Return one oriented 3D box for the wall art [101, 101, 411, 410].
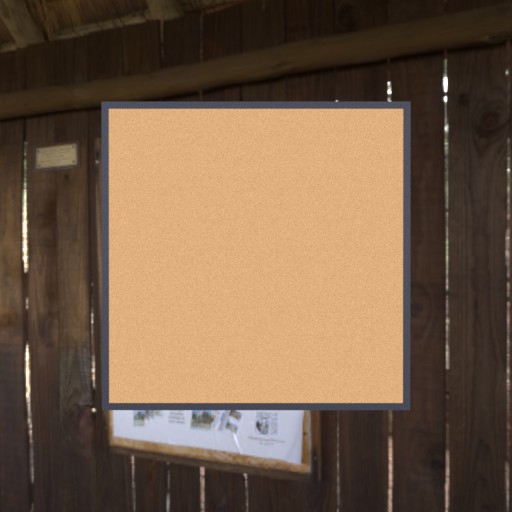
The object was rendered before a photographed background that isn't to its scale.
[{"bbox_3d":[0.000,0.000,0.455,0.304,0.304,0.038,0,0,0],"label":"wall art"}]
